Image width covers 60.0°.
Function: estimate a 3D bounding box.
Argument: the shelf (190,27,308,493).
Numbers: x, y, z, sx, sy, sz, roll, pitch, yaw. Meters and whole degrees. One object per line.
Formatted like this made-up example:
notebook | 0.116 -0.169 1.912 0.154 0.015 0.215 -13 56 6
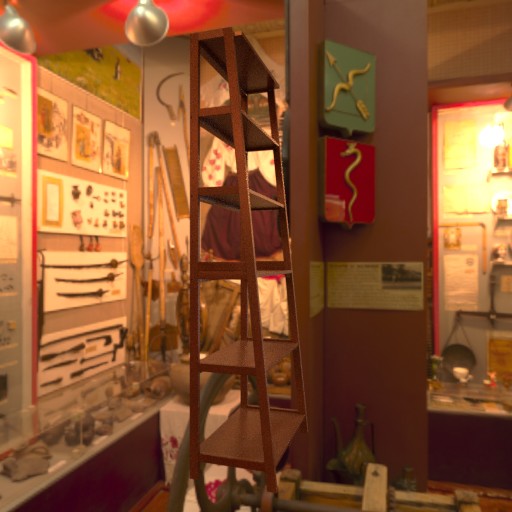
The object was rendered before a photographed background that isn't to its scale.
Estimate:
shelf | 0.000 0.000 2.138 0.382 1.892 0.660 0 0 18
